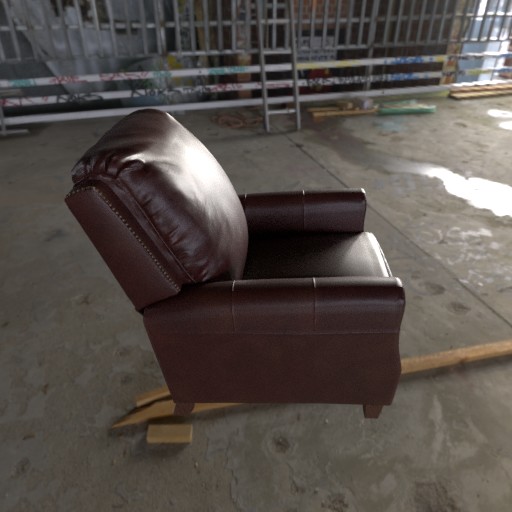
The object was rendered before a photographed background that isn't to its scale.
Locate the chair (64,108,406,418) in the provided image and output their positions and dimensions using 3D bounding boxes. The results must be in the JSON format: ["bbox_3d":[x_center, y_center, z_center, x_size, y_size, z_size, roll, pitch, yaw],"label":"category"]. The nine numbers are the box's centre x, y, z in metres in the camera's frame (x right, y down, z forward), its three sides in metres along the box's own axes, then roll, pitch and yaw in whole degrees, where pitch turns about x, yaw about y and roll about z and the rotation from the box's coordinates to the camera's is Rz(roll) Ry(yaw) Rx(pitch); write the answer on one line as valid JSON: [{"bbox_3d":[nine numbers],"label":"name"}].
[{"bbox_3d":[0.000,0.000,1.743,1.089,1.022,0.826,1,33,2],"label":"chair"}]
